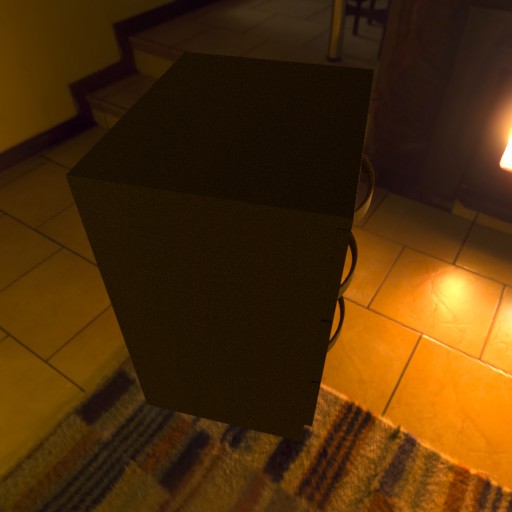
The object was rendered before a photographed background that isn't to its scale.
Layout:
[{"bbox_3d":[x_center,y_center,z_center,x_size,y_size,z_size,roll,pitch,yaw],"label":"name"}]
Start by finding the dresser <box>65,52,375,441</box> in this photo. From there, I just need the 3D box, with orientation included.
[{"bbox_3d":[0.000,0.000,0.821,0.360,0.560,0.400,10,45,10],"label":"dresser"}]
